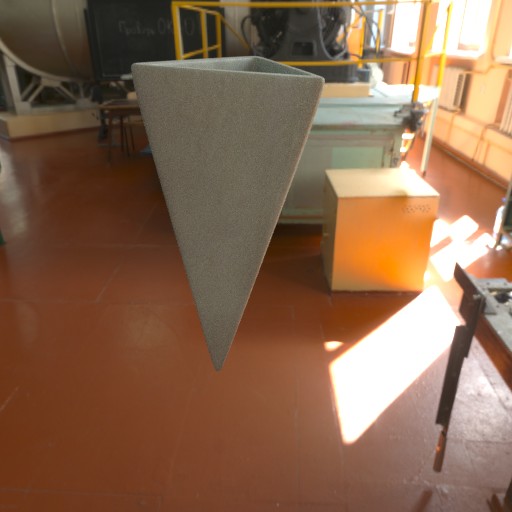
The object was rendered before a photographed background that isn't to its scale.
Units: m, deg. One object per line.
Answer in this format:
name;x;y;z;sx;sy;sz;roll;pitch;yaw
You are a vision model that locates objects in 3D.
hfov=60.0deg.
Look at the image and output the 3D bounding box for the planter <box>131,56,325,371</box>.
planter;0.000;0.000;0.279;0.081;0.224;0.101;19;32;32
